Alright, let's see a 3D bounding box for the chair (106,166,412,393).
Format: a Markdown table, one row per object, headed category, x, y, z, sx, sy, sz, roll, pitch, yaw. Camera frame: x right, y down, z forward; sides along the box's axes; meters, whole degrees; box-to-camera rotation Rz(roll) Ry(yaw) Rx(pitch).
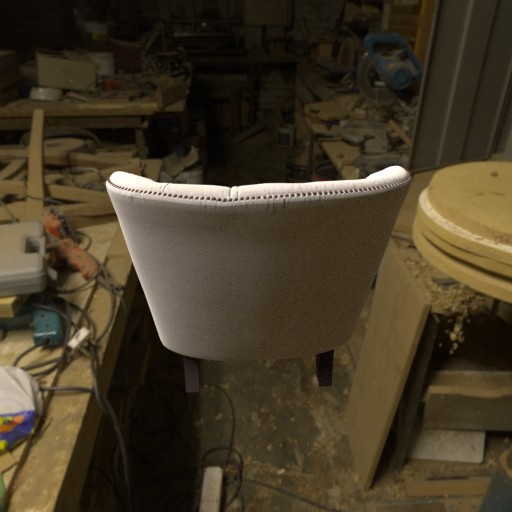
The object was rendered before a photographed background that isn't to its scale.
| category | x | y | z | sx | sy | sz | roll | pitch | yaw |
| --- | --- | --- | --- | --- | --- | --- | --- | --- | --- |
| chair | 0.000 | 0.000 | 1.610 | 0.848 | 0.868 | 0.906 | -2 | 30 | -3 |
